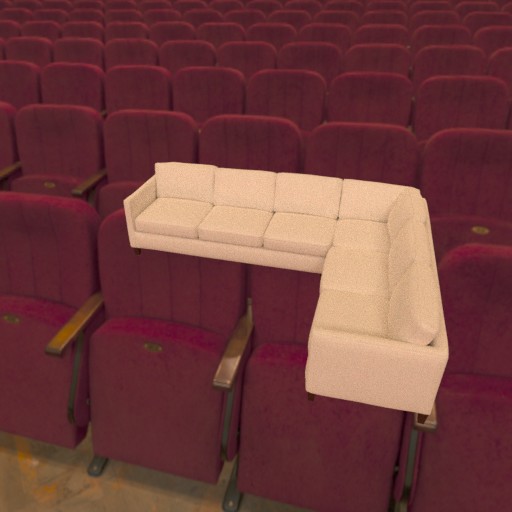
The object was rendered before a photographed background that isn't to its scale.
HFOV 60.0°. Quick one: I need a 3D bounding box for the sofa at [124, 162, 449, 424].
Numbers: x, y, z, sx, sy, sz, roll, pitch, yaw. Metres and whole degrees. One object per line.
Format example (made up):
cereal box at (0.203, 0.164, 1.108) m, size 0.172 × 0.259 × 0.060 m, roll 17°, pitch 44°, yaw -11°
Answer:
sofa at (0.000, 0.000, 4.408) m, size 3.302 × 0.947 × 2.593 m, roll 8°, pitch 33°, yaw 12°
